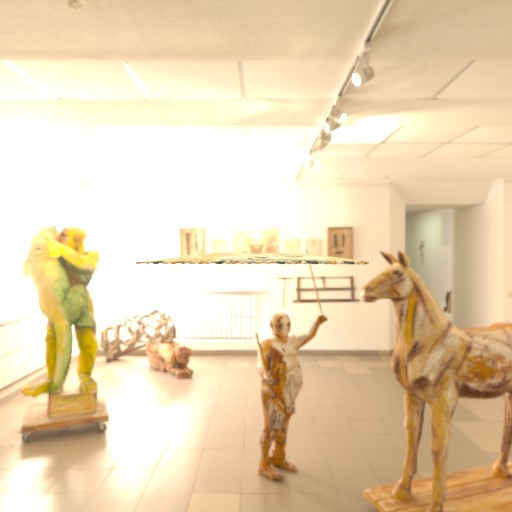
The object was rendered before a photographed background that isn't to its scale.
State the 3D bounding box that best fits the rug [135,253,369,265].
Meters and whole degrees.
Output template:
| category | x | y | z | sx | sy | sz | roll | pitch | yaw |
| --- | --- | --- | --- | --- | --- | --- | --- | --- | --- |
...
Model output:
| category | x | y | z | sx | sy | sz | roll | pitch | yaw |
| --- | --- | --- | --- | --- | --- | --- | --- | --- | --- |
| rug | 0.000 | 0.000 | 2.648 | 0.783 | 0.010 | 2.437 | 0 | 1 | 0 |
